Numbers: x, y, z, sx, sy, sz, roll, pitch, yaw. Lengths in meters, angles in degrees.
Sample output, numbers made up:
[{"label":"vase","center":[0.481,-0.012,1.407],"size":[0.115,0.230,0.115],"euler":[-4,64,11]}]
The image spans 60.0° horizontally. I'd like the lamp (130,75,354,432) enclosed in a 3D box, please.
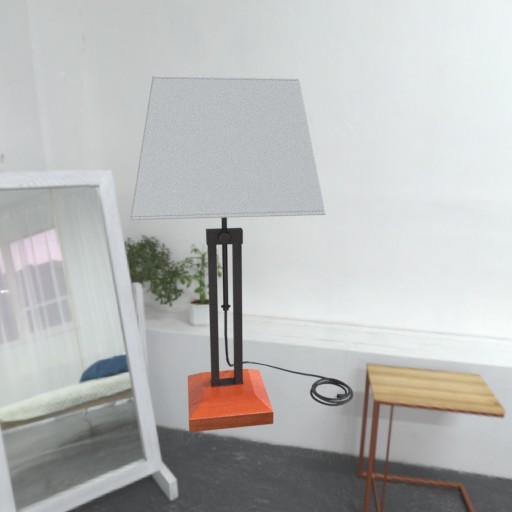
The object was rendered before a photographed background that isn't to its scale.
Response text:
[{"label":"lamp","center":[0.000,0.000,0.995],"size":[0.498,0.737,0.310],"euler":[-2,15,-8]}]
